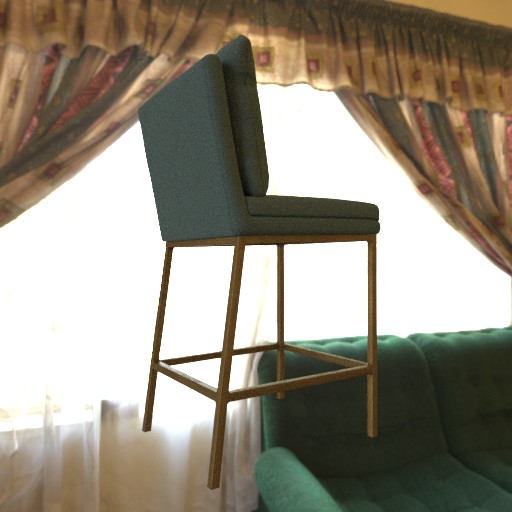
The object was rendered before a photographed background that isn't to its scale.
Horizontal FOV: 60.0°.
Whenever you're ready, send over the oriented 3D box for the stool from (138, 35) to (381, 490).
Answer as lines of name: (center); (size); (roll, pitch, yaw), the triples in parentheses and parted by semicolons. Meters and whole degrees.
stool: (0.000, 0.000, 1.300); (0.568, 1.032, 0.463); (0, -1, -35)
